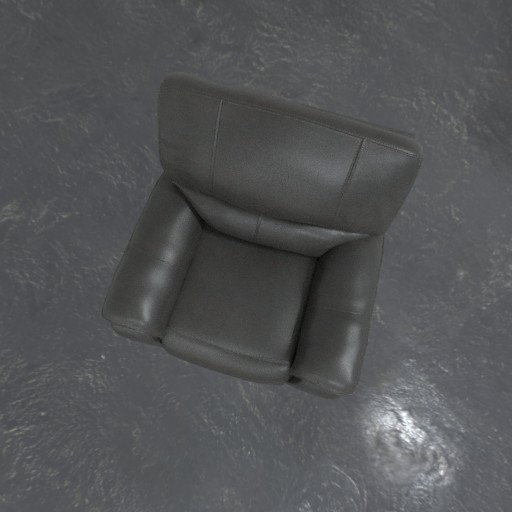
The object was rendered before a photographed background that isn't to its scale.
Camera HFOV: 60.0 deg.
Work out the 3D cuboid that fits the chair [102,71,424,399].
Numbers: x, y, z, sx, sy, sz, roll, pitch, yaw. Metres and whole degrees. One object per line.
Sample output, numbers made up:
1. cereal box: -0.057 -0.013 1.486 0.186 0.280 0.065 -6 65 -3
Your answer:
1. chair: 0.000 0.000 1.992 1.096 1.109 1.087 16 77 4
